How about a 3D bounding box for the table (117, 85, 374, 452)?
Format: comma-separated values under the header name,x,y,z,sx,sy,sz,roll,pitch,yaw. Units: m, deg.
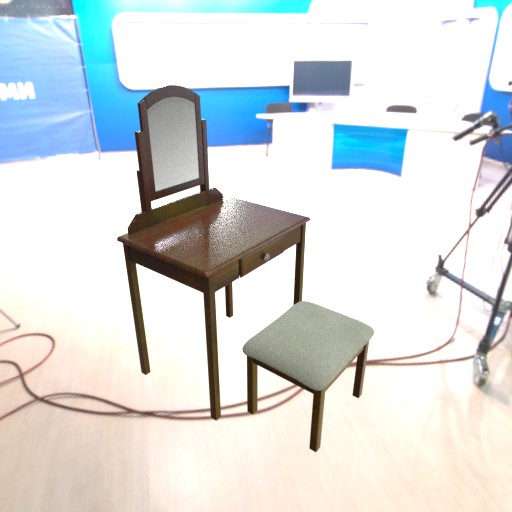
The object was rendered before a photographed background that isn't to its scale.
name,x,y,z,sx,sy,sz,roll,pitch,yaw
table,0.000,0.000,2.345,1.211,1.631,0.876,19,32,34
